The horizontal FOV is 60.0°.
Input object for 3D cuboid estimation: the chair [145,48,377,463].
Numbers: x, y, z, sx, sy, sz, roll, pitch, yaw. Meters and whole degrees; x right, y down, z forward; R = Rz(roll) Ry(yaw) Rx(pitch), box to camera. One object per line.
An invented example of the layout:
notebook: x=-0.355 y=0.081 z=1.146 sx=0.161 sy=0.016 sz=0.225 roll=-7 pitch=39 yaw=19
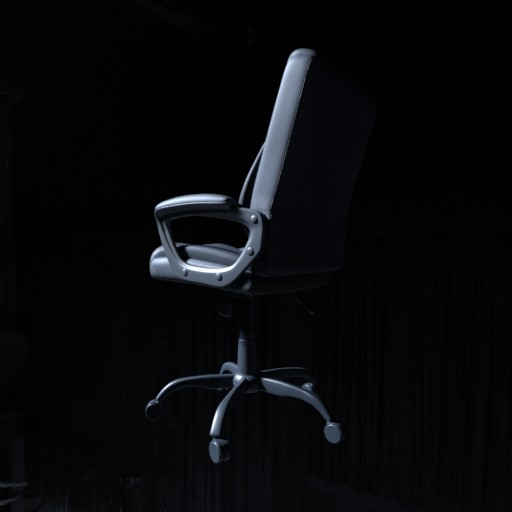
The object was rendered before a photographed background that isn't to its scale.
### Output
chair: x=0.000 y=0.000 z=1.439 sx=0.655 sy=1.072 sz=0.615 roll=1 pitch=1 yaw=35
